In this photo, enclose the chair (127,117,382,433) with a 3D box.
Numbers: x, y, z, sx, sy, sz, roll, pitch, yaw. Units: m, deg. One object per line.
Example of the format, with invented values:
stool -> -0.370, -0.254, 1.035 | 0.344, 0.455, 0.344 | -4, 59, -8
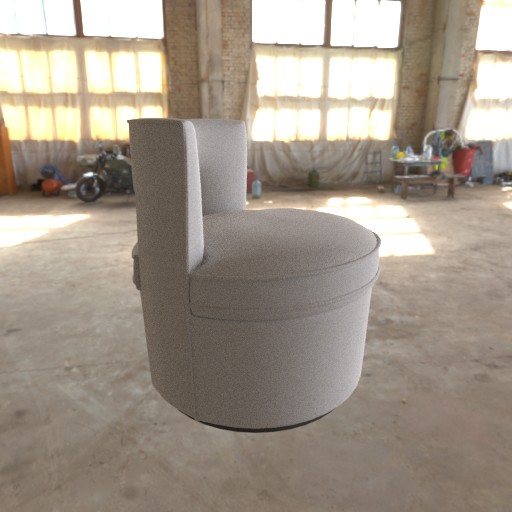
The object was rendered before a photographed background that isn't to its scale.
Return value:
chair -> 0.000, 0.000, 1.218 | 0.665, 0.723, 0.650 | 3, 17, 9
